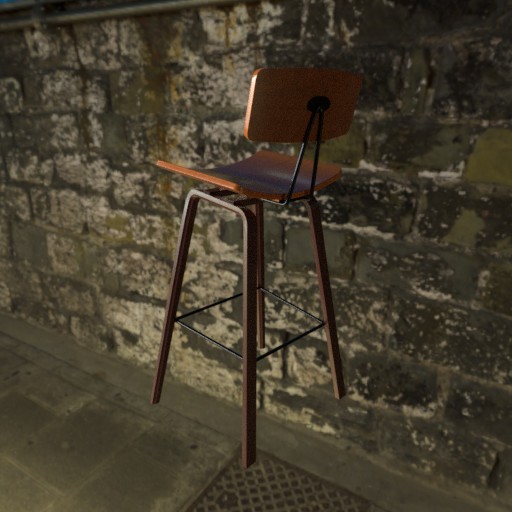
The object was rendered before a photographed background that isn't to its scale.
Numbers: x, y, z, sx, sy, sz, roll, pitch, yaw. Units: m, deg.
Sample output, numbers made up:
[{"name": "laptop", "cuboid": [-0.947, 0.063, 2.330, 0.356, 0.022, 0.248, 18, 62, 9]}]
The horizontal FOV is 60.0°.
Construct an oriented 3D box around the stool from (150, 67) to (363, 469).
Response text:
[{"name": "stool", "cuboid": [0.000, 0.000, 1.270, 0.509, 0.969, 0.440, -17, 25, -41]}]
